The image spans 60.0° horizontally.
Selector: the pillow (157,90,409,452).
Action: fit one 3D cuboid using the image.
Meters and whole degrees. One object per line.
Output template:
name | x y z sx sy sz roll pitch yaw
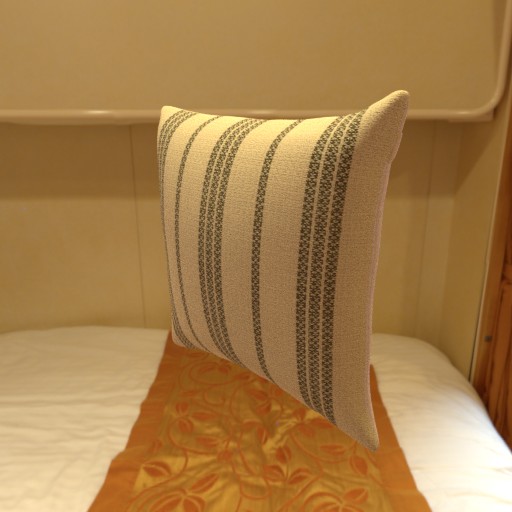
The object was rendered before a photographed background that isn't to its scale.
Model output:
pillow | 0.000 0.000 0.609 0.405 0.406 0.173 15 22 42
